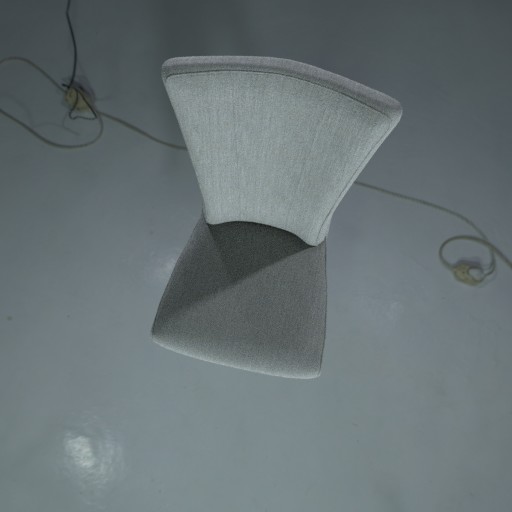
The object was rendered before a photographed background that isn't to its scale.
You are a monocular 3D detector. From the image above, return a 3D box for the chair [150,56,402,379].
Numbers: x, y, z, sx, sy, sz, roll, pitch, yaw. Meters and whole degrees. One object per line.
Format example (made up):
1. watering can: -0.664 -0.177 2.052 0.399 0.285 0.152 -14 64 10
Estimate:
1. chair: 0.000 0.000 1.331 0.520 0.991 0.660 12 75 3
